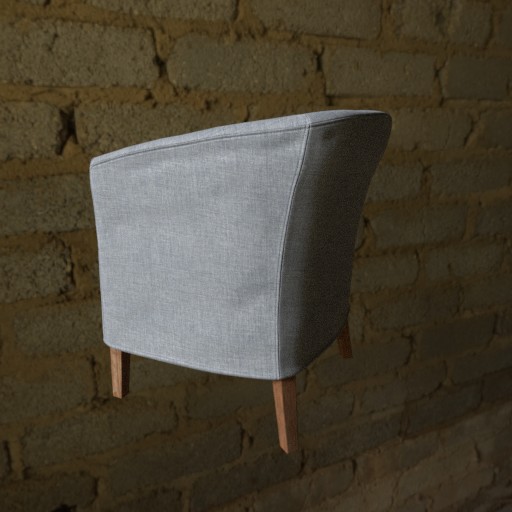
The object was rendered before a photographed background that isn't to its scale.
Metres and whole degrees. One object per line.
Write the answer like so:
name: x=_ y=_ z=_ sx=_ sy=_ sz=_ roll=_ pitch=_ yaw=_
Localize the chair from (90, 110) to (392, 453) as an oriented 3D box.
chair: x=0.000 y=0.000 z=1.258 sx=0.668 sy=0.771 sz=0.600 roll=8 pitch=17 yaw=25
